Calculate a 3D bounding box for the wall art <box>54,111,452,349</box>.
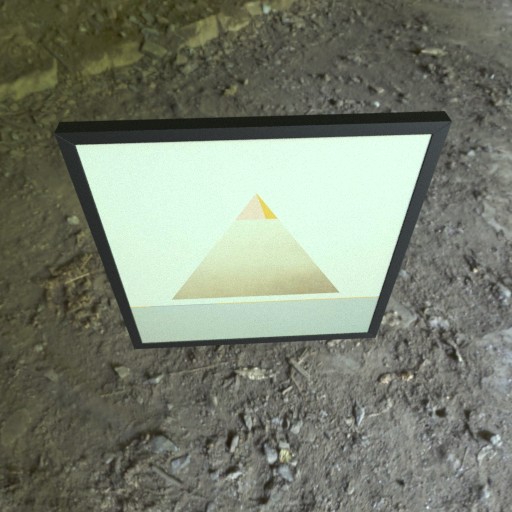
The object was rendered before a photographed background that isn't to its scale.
[{"bbox_3d":[0.000,0.000,0.765,0.513,0.511,0.028,-2,47,-2],"label":"wall art"}]
